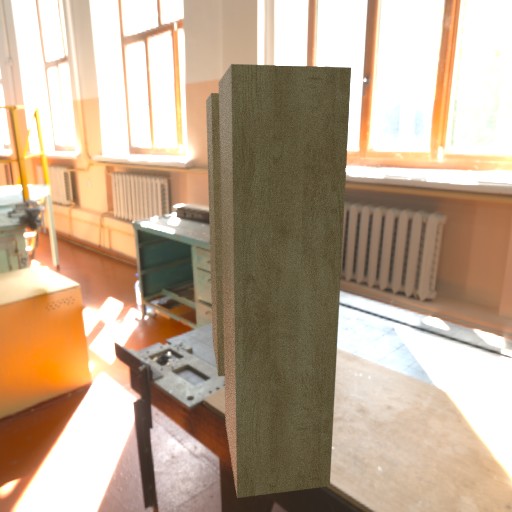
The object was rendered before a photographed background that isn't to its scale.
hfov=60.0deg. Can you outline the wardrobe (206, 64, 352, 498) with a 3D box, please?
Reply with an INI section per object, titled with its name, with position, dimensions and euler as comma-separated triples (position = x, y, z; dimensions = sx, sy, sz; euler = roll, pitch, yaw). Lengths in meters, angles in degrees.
[wardrobe]
position = 0.000, 0.000, 2.824
dimensions = 0.480, 2.000, 1.770
euler = -2, 15, -9
